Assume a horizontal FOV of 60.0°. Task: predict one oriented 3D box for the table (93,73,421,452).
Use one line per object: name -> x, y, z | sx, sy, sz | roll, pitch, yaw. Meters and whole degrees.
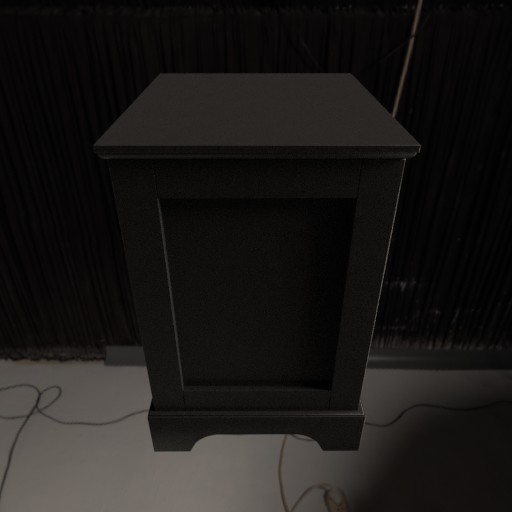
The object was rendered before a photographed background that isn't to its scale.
table -> 0.000, 0.000, 0.893 | 0.399, 0.610, 0.460 | 0, 33, 0
